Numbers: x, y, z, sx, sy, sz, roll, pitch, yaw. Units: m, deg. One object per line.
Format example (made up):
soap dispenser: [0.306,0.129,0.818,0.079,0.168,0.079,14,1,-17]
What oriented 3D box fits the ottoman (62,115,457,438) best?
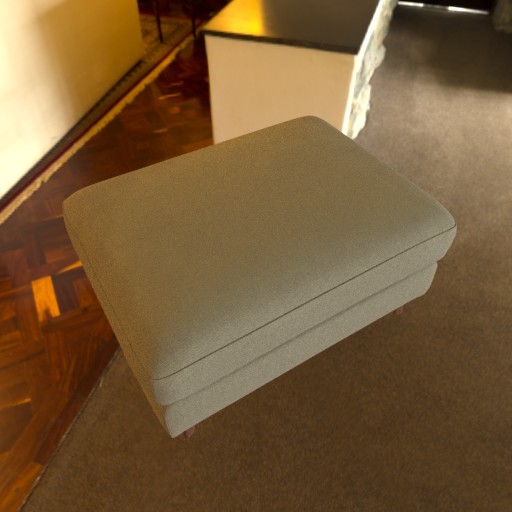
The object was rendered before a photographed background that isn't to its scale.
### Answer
ottoman: [0.000,0.000,1.176,0.811,0.449,0.608,-24,51,-21]
